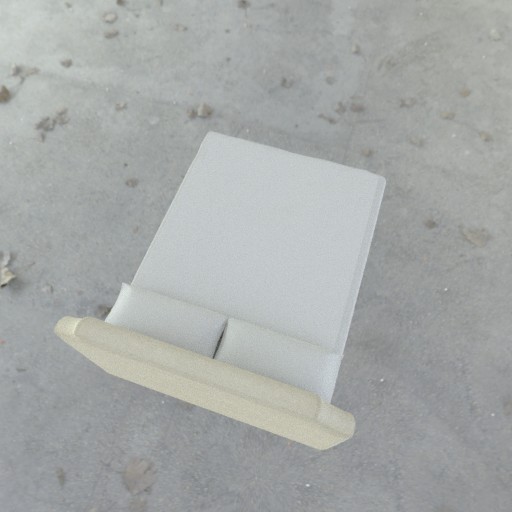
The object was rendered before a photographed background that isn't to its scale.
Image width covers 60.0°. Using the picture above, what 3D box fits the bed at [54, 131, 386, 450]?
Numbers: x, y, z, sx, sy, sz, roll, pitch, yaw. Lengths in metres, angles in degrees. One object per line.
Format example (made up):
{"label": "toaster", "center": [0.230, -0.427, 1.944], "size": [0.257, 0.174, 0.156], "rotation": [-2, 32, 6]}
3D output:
{"label": "bed", "center": [0.000, 0.000, 3.323], "size": [1.828, 1.297, 2.164], "rotation": [17, 65, 8]}
